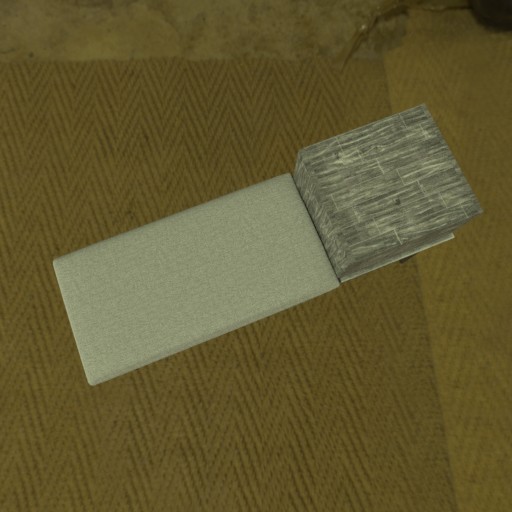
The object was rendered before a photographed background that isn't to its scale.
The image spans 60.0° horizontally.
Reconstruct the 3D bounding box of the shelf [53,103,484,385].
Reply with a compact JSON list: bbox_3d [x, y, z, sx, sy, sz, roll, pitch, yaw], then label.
[{"bbox_3d":[0.000,0.000,1.629,1.342,0.633,0.457,-21,77,-5],"label":"shelf"}]
